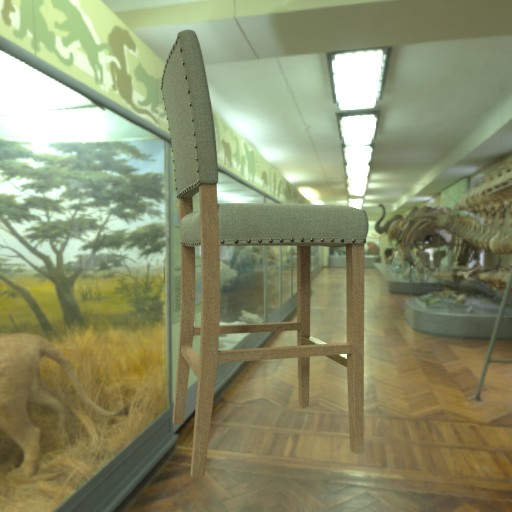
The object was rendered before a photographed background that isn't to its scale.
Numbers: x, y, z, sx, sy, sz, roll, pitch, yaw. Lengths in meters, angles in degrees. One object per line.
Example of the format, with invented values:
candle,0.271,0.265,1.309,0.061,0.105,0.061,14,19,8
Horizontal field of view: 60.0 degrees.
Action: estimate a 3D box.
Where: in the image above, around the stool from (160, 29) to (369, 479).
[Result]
stool,0.000,0.000,1.458,0.585,1.203,0.445,-1,2,-18
